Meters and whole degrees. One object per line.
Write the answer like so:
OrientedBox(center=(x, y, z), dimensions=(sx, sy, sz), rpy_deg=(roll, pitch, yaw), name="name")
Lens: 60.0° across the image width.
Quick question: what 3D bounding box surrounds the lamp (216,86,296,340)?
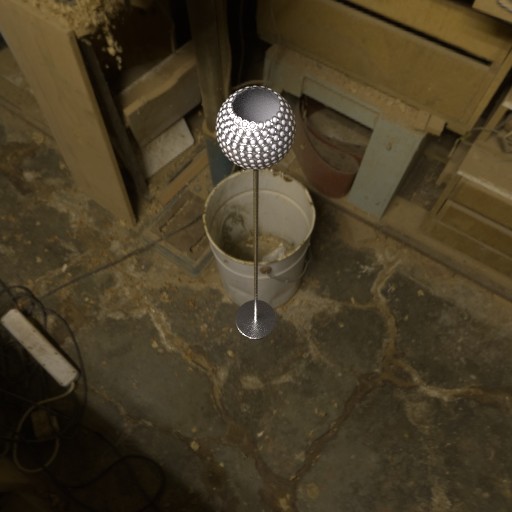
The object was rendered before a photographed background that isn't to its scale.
OrientedBox(center=(0.000, 0.000, 1.989), dimensions=(0.254, 1.805, 0.254), rpy_deg=(0, 63, 0), name="lamp")
